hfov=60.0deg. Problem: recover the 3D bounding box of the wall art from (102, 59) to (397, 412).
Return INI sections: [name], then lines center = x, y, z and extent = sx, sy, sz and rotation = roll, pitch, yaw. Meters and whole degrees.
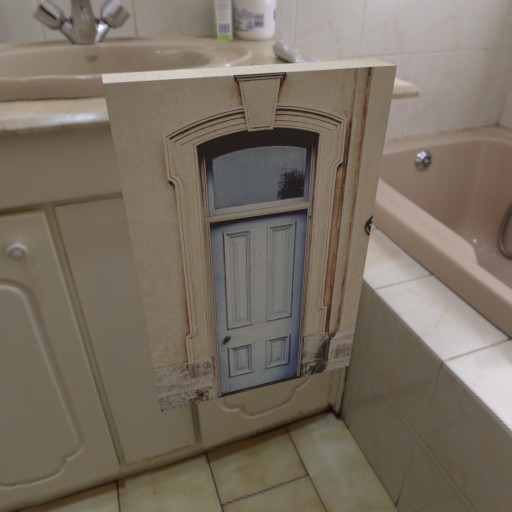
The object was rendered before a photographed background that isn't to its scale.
[wall art]
center = 0.000, 0.000, 0.484
extent = 0.254, 0.381, 0.038
rotation = -10, 34, -15
